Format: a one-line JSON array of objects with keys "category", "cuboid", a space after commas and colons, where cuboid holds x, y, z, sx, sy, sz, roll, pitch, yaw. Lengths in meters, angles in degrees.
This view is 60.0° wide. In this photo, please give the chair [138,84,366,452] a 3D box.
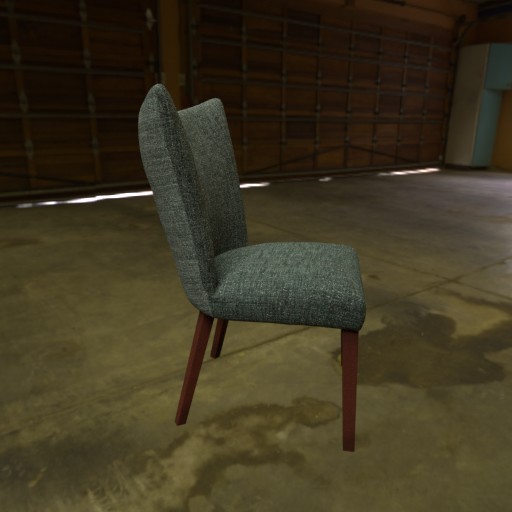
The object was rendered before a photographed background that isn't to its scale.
[{"category": "chair", "cuboid": [0.000, 0.000, 1.323, 0.623, 0.924, 0.535, 3, 17, 9]}]
